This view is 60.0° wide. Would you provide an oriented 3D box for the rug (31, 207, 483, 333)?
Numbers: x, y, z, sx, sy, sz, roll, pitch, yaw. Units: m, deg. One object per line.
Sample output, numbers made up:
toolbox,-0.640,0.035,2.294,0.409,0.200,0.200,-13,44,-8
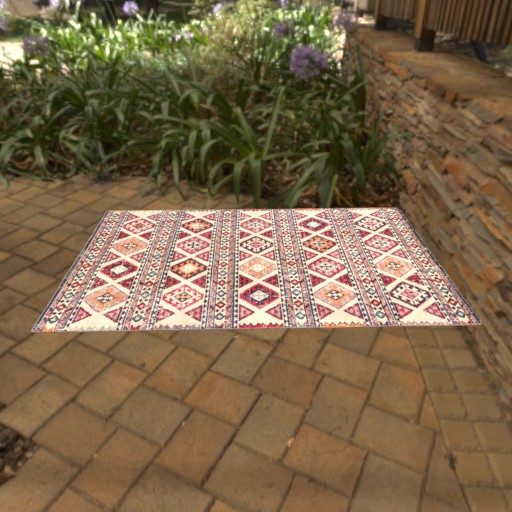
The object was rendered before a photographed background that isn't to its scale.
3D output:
rug,0.000,0.000,3.038,2.440,0.010,1.545,-1,30,-1
